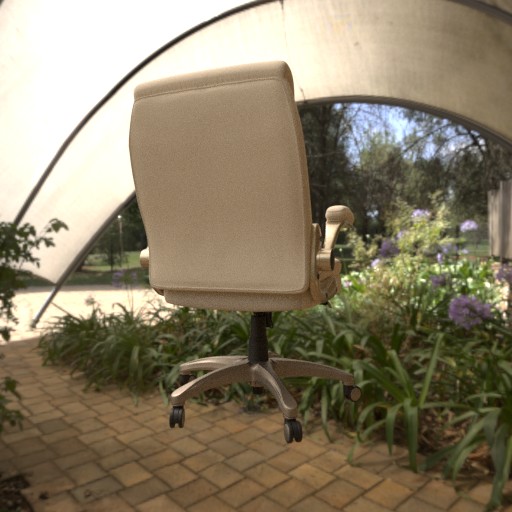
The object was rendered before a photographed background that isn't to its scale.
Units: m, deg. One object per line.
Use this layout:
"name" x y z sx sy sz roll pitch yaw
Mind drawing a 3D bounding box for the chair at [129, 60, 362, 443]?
"chair" 0.000 0.000 1.642 0.740 1.110 0.794 0 0 18
